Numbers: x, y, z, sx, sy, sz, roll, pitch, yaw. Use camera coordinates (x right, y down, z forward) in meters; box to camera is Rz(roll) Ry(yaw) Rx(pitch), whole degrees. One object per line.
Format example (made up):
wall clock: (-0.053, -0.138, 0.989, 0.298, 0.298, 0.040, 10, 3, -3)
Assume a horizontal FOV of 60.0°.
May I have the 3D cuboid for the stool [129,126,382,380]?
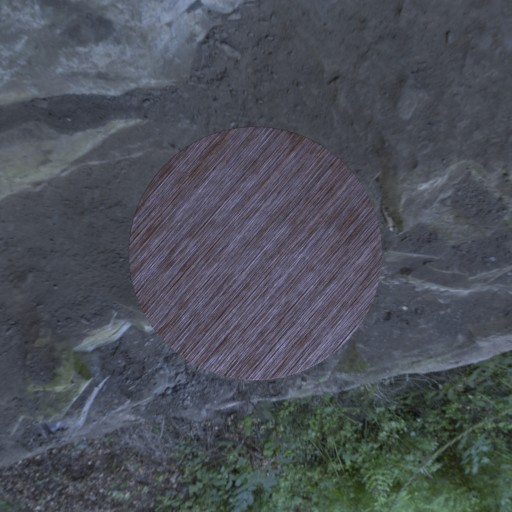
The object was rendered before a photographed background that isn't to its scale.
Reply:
stool: (0.000, 0.000, 0.913, 0.439, 0.609, 0.439, 0, 89, 0)
